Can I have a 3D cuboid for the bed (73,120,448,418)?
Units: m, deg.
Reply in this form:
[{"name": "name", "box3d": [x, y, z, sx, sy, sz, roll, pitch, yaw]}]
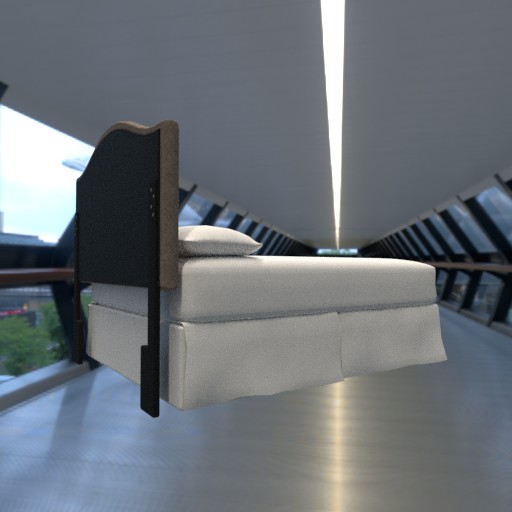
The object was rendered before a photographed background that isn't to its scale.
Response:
[{"name": "bed", "box3d": [0.000, 0.000, 3.217, 2.153, 1.518, 1.713, 1, -2, -35]}]
